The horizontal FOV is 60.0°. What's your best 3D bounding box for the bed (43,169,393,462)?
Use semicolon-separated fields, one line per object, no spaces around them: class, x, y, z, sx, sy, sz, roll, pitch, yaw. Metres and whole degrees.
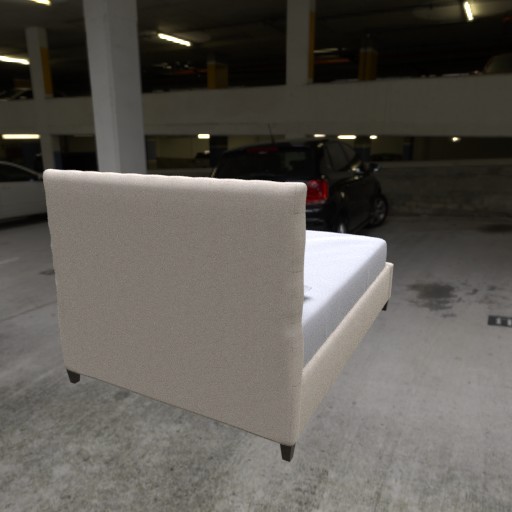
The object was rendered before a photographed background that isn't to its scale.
bed;0.000;0.000;3.456;1.698;1.427;2.387;8;17;27
